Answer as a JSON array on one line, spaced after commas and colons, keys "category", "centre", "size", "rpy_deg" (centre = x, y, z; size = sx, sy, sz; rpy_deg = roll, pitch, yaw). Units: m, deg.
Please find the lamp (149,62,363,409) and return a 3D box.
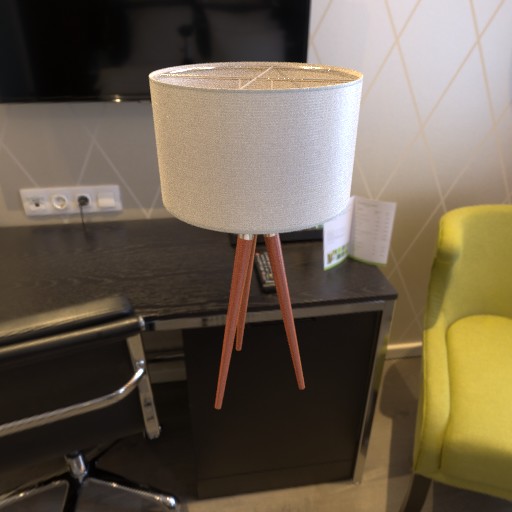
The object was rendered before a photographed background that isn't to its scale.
[{"category": "lamp", "centre": [0.000, 0.000, 0.922], "size": [0.354, 0.709, 0.355], "rpy_deg": [-21, 35, -33]}]
